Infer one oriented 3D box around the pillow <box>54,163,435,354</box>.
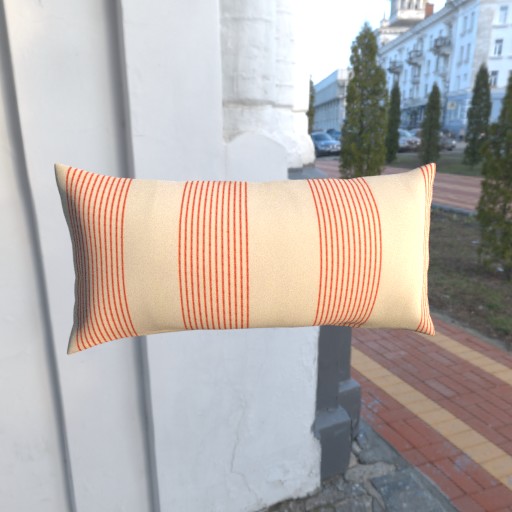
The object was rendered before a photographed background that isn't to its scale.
[{"bbox_3d":[0.000,0.000,0.712,0.608,0.292,0.156,-2,16,-6],"label":"pillow"}]
